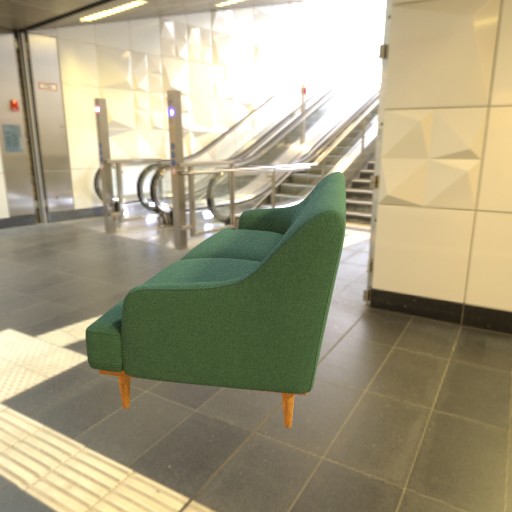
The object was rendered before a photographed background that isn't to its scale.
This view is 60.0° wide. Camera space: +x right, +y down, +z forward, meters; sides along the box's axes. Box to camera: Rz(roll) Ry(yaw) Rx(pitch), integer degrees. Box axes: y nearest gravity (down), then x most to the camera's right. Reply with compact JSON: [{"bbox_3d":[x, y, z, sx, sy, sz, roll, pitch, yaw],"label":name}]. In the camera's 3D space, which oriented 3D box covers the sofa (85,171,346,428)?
[{"bbox_3d":[0.000,0.000,2.556,0.978,0.871,2.057,3,15,11],"label":"sofa"}]
